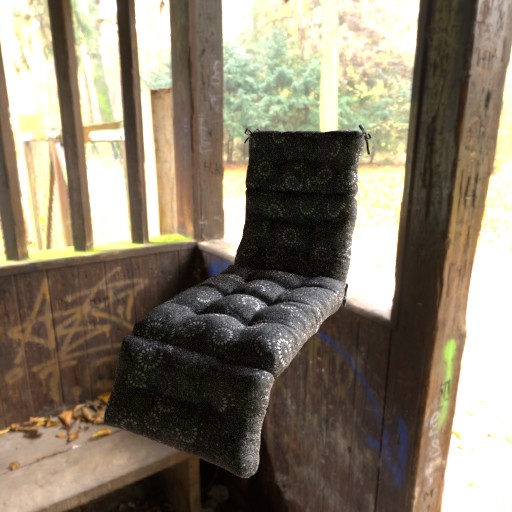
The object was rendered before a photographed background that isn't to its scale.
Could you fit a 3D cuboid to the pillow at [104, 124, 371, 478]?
[{"bbox_3d":[0.000,0.000,1.491,0.526,0.863,1.016,8,17,26],"label":"pillow"}]
